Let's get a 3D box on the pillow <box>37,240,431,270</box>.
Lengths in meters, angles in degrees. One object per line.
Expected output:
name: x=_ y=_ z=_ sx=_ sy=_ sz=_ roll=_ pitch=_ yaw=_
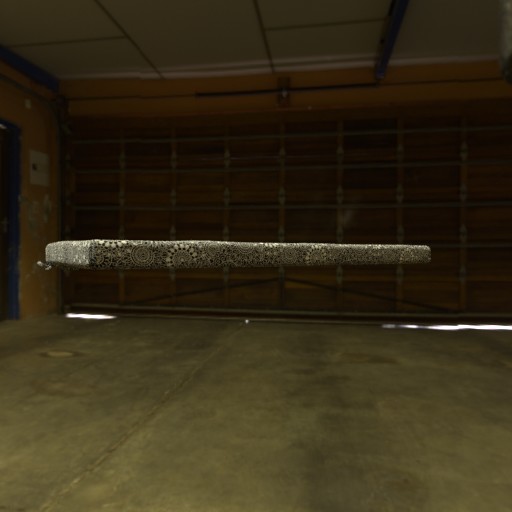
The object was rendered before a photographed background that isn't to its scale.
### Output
pillow: x=0.000 y=0.000 z=1.388 sx=1.187 sy=0.081 sz=0.492 roll=0 pitch=0 yaw=-36
